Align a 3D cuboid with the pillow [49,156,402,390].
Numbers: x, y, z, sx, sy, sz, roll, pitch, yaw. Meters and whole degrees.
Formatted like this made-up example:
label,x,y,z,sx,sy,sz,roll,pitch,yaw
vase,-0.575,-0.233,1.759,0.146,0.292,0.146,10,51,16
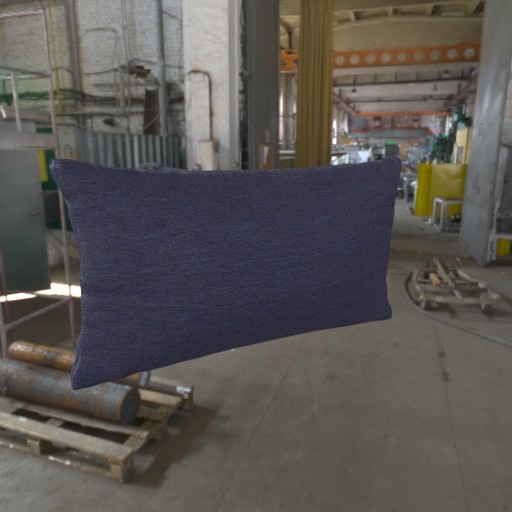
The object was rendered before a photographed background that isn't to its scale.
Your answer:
label,x,y,z,sx,sy,sz,roll,pitch,yaw
pillow,0.000,0.000,0.774,0.633,0.338,0.210,-7,15,-27
